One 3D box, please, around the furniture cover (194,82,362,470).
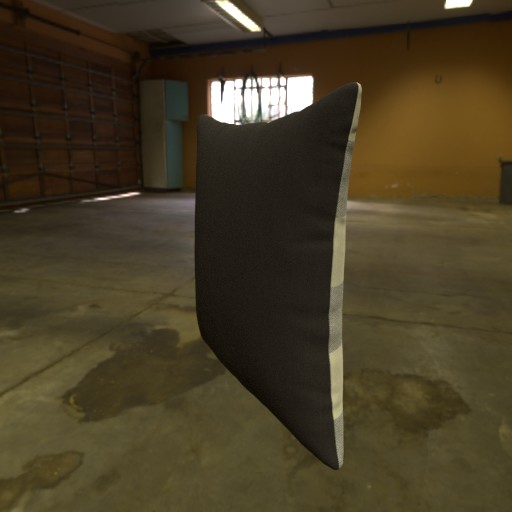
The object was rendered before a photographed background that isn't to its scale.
[{"bbox_3d":[0.000,0.000,0.776,0.161,0.509,0.511,-7,15,-26],"label":"furniture cover"}]
